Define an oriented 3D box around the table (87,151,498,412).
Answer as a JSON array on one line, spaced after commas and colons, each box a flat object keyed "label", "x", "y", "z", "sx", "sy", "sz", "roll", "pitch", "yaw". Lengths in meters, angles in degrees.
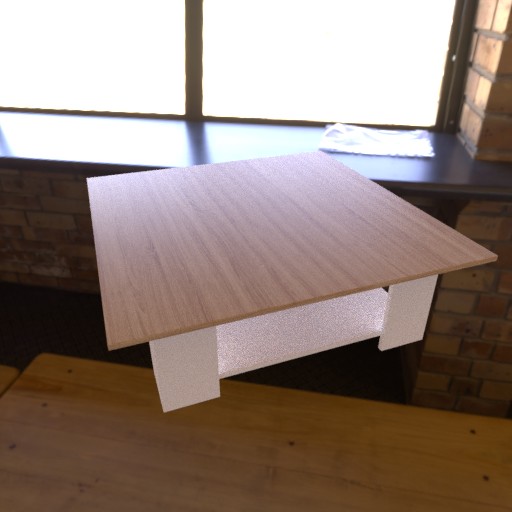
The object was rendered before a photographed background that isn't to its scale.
[{"label": "table", "x": 0.000, "y": 0.000, "z": 1.350, "sx": 0.890, "sy": 0.305, "sz": 0.890, "roll": -11, "pitch": 32, "yaw": -18}]
